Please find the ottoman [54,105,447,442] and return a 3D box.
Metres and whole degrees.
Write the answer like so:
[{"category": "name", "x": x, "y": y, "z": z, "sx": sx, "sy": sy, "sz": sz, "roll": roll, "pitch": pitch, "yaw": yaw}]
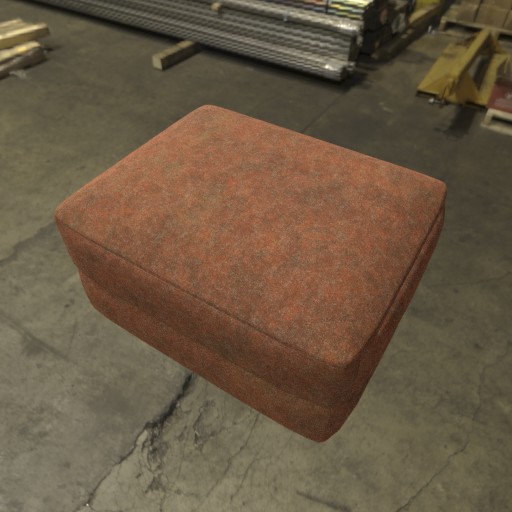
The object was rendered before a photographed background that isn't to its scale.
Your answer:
[{"category": "ottoman", "x": 0.000, "y": 0.000, "z": 1.154, "sx": 0.787, "sy": 0.508, "sz": 0.635, "roll": 25, "pitch": 52, "yaw": 21}]
